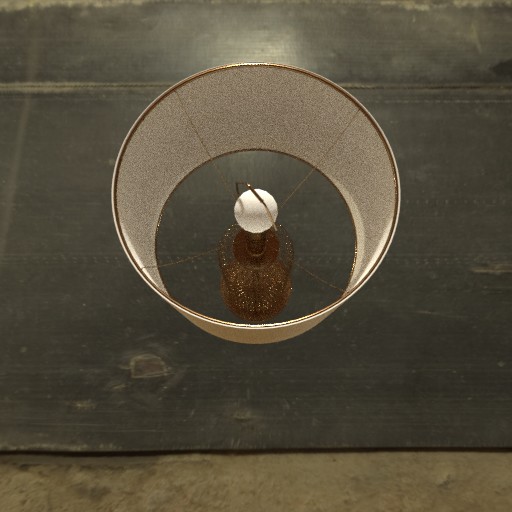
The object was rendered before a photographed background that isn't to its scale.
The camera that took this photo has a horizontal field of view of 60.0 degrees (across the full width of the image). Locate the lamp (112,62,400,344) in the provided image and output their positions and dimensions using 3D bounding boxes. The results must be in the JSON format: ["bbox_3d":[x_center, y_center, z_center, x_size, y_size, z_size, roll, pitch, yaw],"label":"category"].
[{"bbox_3d":[0.000,0.000,0.620,0.252,0.483,0.252,-37,78,-9],"label":"lamp"}]
